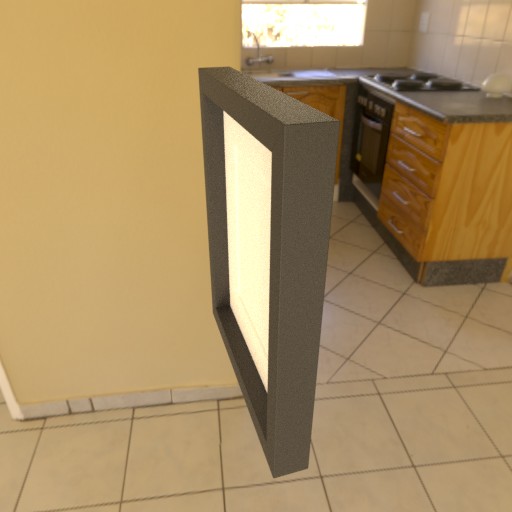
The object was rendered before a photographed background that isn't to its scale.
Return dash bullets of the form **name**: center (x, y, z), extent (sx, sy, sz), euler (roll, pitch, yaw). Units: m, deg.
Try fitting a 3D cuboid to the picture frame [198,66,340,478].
- **picture frame**: center (0.000, 0.000, 0.392), extent (0.042, 0.284, 0.232), euler (-9, 31, -15)
